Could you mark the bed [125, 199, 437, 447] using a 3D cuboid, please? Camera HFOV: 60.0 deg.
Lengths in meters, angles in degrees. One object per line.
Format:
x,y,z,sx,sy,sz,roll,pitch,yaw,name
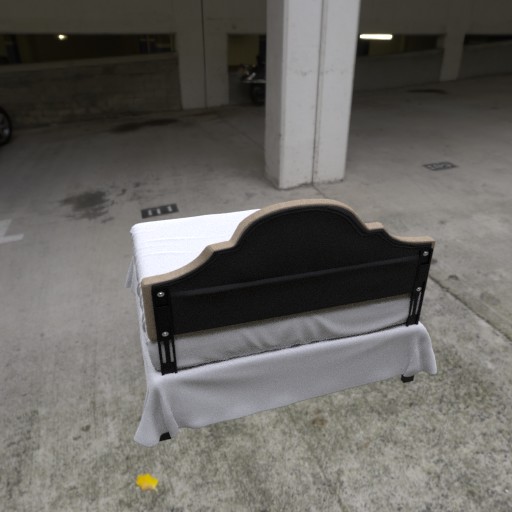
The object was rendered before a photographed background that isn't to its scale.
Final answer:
0.000,0.000,3.777,2.303,1.631,2.222,-8,28,-15,bed
